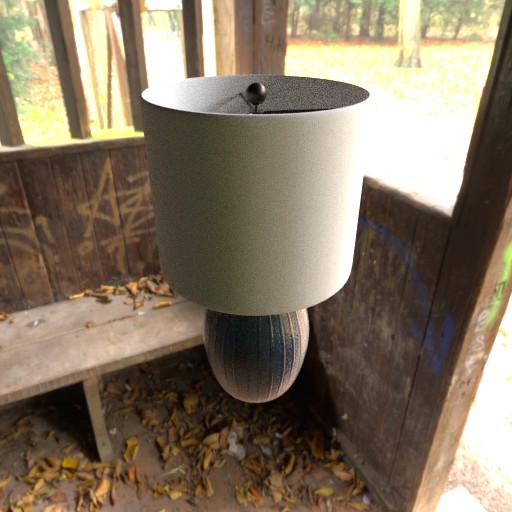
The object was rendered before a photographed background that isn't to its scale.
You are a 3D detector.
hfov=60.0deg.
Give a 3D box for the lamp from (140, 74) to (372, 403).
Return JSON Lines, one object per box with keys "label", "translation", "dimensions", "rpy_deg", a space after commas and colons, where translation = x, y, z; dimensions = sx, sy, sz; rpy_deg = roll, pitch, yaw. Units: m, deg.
{"label": "lamp", "translation": [0.000, 0.000, 0.774], "dimensions": [0.329, 0.570, 0.329], "rpy_deg": [19, 35, 30]}
